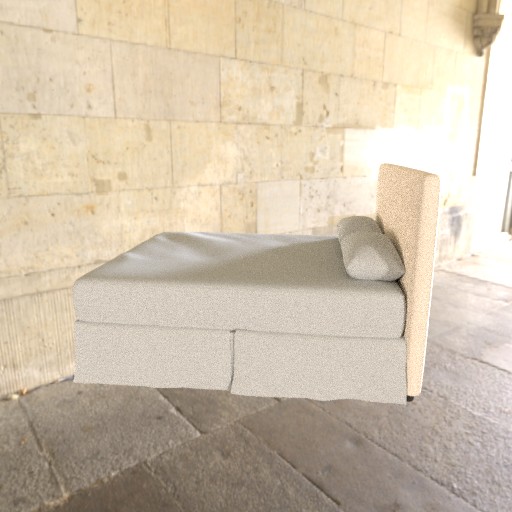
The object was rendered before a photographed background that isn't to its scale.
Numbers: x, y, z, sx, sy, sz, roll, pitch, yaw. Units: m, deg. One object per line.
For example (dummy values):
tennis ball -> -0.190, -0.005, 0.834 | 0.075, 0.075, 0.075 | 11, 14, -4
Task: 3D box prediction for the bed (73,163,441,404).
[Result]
bed -> 0.000, 0.000, 3.310 | 2.142, 1.330, 1.748 | 2, 14, 8
